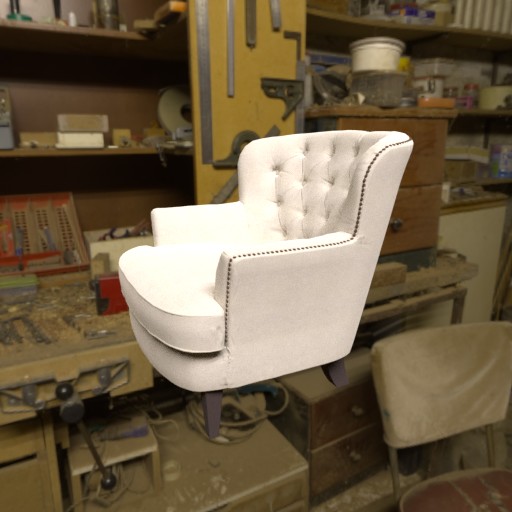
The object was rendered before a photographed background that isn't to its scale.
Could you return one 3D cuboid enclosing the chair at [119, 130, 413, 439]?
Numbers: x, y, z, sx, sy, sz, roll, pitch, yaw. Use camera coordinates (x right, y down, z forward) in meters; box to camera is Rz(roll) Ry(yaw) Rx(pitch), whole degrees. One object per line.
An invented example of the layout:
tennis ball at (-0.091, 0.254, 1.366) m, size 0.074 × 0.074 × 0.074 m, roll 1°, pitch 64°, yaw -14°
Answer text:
chair at (0.000, 0.000, 1.578) m, size 0.906 × 0.868 × 0.848 m, roll -7°, pitch 17°, yaw -26°
